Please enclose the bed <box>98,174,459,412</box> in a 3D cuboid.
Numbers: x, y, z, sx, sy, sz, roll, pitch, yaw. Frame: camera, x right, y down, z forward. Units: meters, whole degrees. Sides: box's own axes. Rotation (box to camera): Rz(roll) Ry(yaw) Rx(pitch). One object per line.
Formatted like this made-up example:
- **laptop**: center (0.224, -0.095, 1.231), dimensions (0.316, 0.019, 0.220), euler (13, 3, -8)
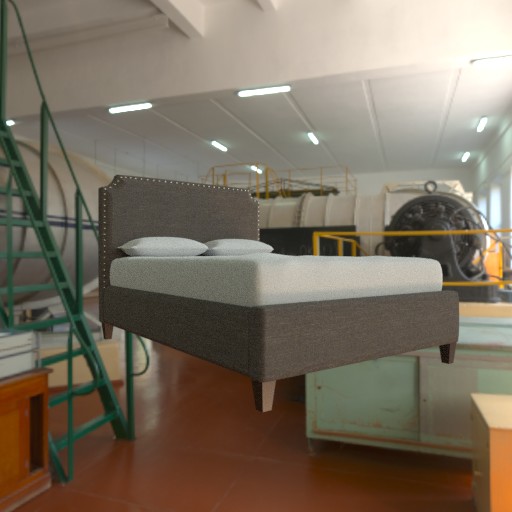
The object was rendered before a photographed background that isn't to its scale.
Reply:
- **bed**: center (0.000, 0.000, 3.457), dimensions (1.713, 1.457, 2.381), euler (0, 0, -36)
